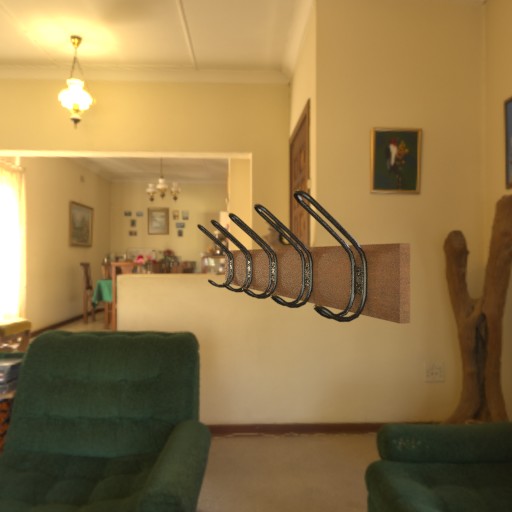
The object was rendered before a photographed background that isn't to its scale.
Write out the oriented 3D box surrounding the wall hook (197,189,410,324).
[{"bbox_3d":[0.000,0.000,0.607,0.076,0.116,0.554,0,0,-18],"label":"wall hook"}]
